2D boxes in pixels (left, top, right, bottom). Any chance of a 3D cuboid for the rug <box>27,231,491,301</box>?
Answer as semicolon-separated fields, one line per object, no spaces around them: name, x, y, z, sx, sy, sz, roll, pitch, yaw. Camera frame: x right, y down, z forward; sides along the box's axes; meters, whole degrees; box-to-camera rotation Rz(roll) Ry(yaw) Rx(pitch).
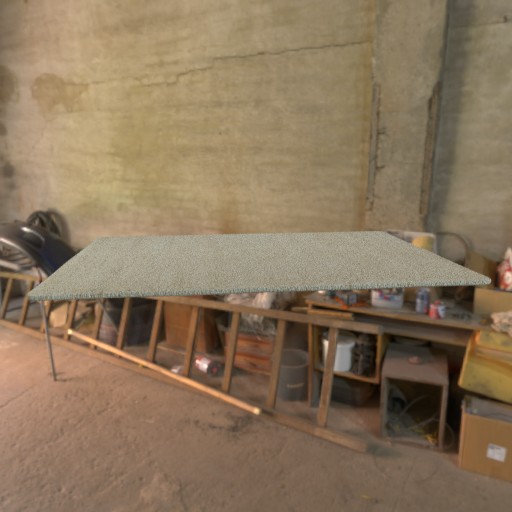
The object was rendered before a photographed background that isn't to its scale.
rug;0.000;0.000;2.915;2.349;0.026;1.500;-2;13;-6
